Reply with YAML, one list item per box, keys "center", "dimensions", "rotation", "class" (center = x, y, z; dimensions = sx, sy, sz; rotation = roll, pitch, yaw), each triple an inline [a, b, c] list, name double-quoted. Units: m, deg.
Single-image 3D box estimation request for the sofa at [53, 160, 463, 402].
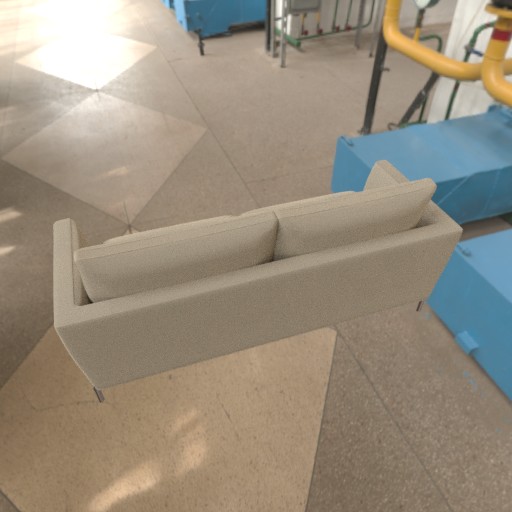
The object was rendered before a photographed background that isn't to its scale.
- center: [0.000, 0.000, 2.707]
  dimensions: [2.214, 1.005, 0.868]
  rotation: [-13, 43, -14]
  class: "sofa"
